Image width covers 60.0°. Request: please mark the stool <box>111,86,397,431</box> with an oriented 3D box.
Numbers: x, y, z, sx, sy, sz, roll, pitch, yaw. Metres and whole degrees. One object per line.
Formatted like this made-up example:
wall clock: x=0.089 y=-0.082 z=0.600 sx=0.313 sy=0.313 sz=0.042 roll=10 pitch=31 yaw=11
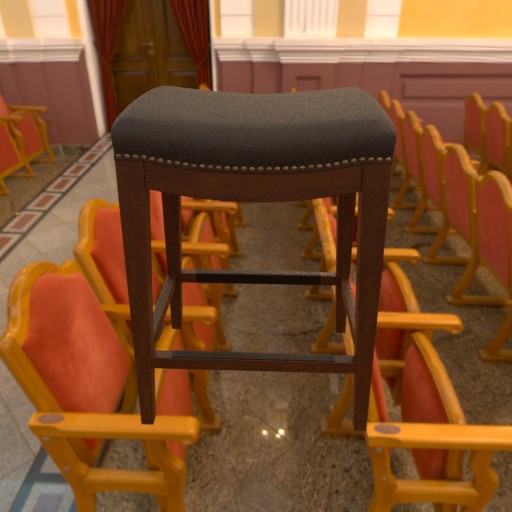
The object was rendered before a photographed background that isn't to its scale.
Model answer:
stool: x=0.000 y=0.000 z=0.955 sx=0.490 sy=0.664 sz=0.353 roll=1 pitch=30 yaw=2
